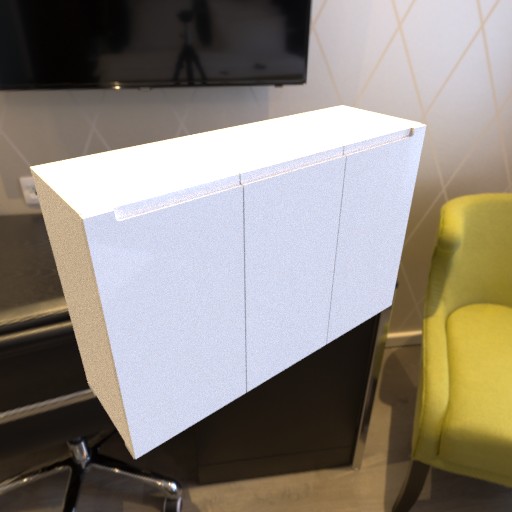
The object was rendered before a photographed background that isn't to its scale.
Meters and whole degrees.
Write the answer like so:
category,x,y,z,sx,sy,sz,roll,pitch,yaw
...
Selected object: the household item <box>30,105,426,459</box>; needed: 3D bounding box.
category,x,y,z,sx,sy,sz,roll,pitch,yaw
household item,0.000,0.000,1.679,1.300,0.867,0.420,-22,37,-32
